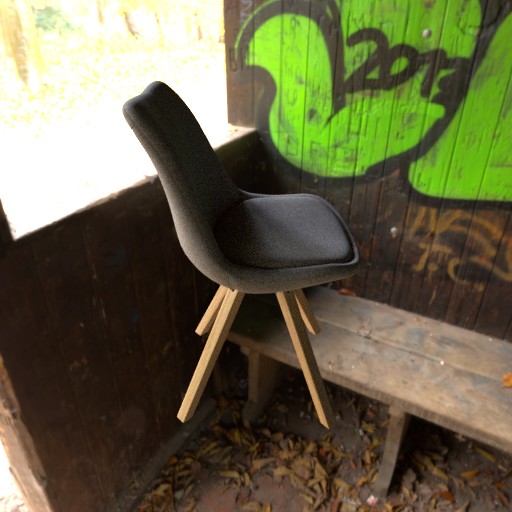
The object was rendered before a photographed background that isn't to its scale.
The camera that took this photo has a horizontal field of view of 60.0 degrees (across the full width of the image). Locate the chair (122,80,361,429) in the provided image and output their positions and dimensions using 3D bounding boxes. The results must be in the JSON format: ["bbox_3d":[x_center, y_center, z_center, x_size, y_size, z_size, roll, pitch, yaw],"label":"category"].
[{"bbox_3d":[0.000,0.000,1.213,0.550,0.865,0.483,1,30,1],"label":"chair"}]
